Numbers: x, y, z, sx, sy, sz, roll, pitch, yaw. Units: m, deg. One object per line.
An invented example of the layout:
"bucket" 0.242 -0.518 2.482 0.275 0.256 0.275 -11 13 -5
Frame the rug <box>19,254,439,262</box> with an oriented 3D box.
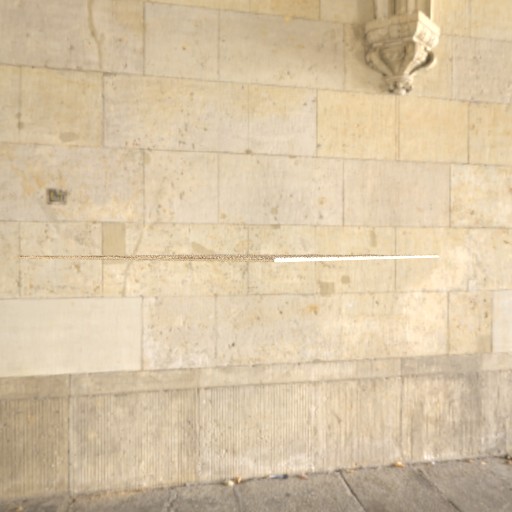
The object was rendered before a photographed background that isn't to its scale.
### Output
"rug" 0.000 0.000 4.015 2.429 0.030 3.052 0 1 36
